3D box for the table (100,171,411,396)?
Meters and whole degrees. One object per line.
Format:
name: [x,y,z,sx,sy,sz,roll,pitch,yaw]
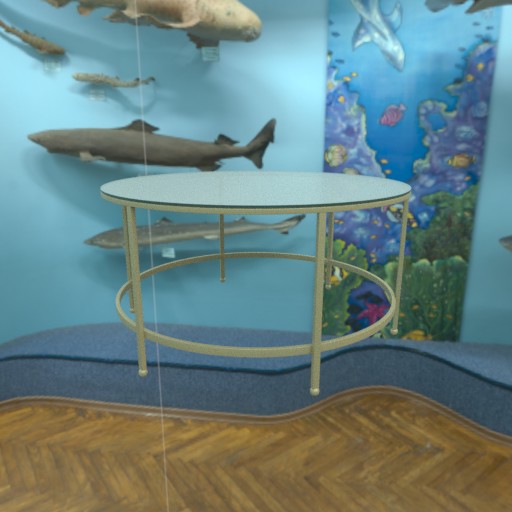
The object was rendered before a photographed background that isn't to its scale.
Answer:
table: [0.000,0.000,1.429,0.914,0.470,0.914,0,15,0]
